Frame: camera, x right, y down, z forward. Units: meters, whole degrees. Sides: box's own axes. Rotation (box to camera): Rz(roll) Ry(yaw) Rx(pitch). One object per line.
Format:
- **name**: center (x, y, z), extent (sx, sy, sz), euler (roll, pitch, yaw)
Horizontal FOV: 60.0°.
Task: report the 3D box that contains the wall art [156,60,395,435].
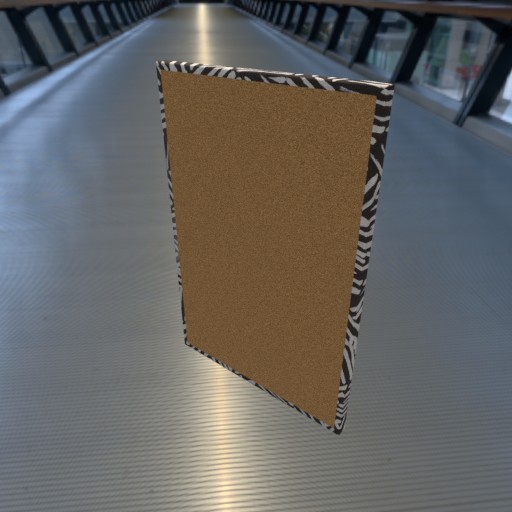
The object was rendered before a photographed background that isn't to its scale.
- **wall art**: center (0.000, 0.000, 1.181), extent (0.615, 0.918, 0.035), euler (21, 36, 33)
